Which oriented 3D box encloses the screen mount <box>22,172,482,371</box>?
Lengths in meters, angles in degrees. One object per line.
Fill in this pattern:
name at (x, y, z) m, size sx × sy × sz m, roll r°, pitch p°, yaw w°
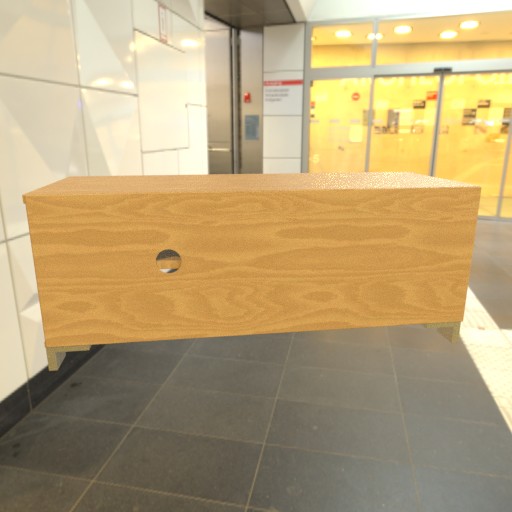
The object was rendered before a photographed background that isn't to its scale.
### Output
screen mount at (0.000, 0.000, 1.284) m, size 1.084 × 0.432 × 0.406 m, roll -2°, pitch 16°, yaw -8°
